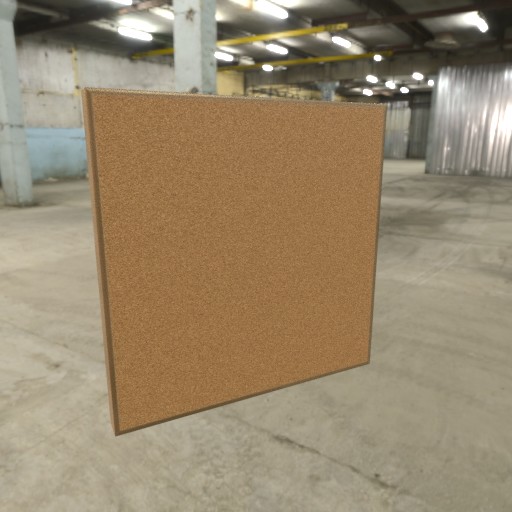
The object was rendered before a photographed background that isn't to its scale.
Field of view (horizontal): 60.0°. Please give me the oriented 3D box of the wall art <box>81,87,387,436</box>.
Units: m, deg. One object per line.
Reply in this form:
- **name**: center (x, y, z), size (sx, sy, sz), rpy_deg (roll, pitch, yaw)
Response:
- **wall art**: center (0.000, 0.000, 0.758), size (0.513, 0.511, 0.038), rpy_deg (-7, 16, -27)
